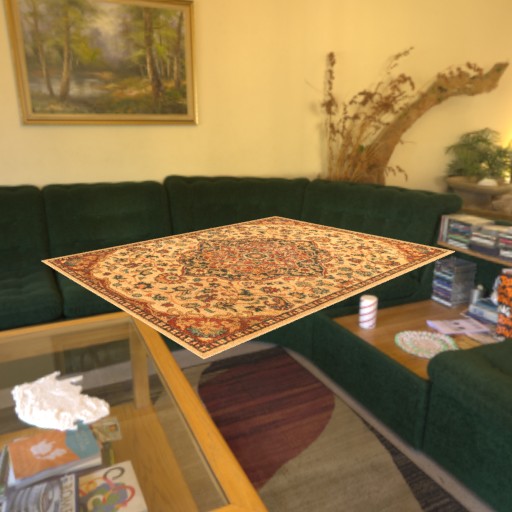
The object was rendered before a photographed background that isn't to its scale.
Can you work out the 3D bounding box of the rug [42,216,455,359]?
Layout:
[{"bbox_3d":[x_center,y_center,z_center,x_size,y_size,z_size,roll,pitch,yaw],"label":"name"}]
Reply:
[{"bbox_3d":[0.000,0.000,4.194,3.067,0.005,2.454,-15,22,-41],"label":"rug"}]
